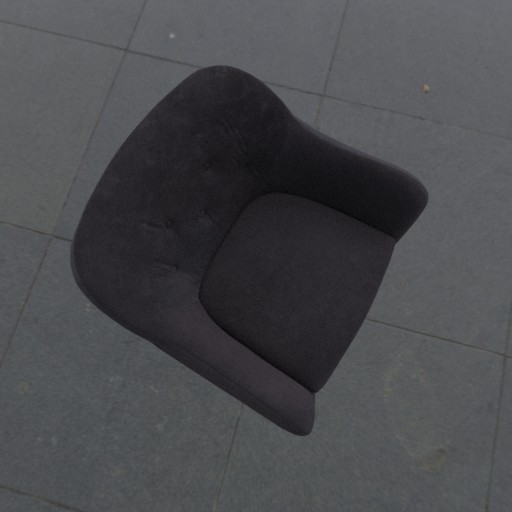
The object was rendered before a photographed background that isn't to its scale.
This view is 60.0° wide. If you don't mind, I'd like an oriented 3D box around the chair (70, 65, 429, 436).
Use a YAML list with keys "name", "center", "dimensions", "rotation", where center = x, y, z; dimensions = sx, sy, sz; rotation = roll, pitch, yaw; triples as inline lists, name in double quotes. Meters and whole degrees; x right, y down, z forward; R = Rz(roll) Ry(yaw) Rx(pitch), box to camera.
- name: "chair"
  center: [0.000, 0.000, 1.485]
  dimensions: [0.819, 0.807, 0.840]
  rotation: [29, 77, 8]
